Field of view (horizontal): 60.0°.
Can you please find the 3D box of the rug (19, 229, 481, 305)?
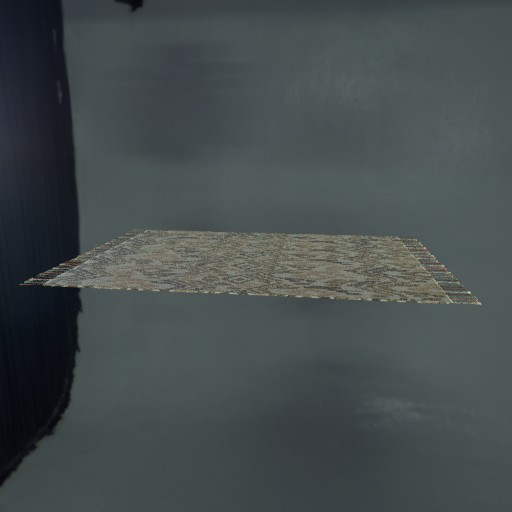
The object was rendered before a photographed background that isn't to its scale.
[{"bbox_3d":[0.000,0.000,2.294,1.829,0.008,1.219,2,14,7],"label":"rug"}]
